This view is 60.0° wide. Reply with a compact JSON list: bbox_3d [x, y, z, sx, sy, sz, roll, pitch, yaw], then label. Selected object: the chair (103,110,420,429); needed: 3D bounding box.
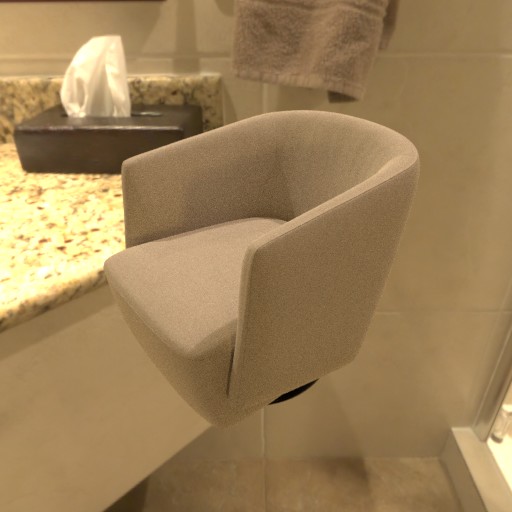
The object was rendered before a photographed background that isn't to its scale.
[{"bbox_3d":[0.000,0.000,1.626,0.986,0.861,0.822,-22,38,-31],"label":"chair"}]
